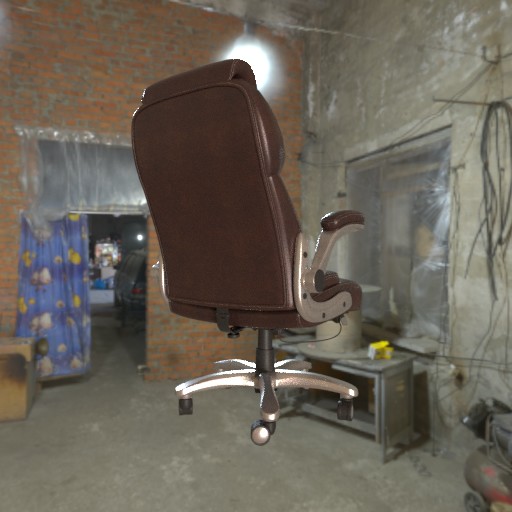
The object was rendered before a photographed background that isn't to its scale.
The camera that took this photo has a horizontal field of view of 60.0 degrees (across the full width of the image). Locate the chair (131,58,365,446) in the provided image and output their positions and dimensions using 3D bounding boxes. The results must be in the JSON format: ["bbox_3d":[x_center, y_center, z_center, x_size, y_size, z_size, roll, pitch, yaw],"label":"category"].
[{"bbox_3d":[0.000,0.000,1.647,0.733,1.160,0.774,0,1,35],"label":"chair"}]
